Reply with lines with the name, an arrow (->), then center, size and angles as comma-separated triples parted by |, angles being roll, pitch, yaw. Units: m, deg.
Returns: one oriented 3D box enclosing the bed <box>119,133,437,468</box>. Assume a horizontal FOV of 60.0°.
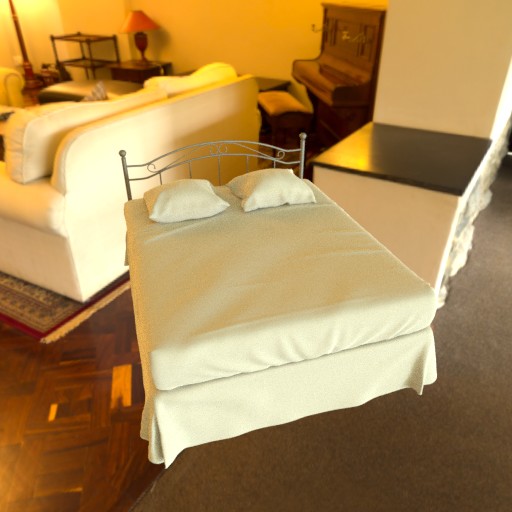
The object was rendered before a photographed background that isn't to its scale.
bed -> 0.000, 0.000, 3.208 | 1.936, 1.080, 2.215 | -9, 33, -15
